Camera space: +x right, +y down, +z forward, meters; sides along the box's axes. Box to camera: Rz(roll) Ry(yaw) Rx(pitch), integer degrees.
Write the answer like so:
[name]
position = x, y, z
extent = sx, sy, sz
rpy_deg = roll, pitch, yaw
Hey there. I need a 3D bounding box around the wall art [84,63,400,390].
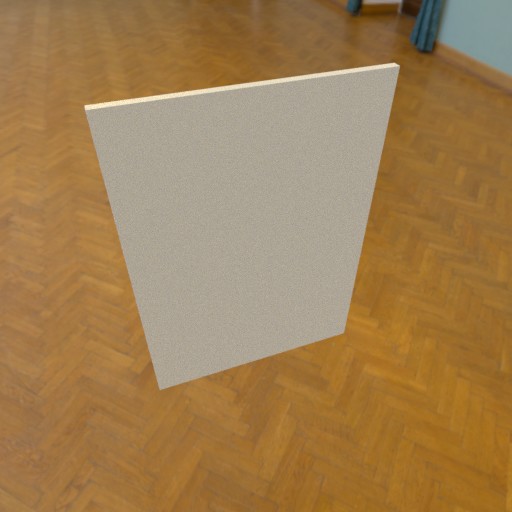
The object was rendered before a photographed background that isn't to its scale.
[wall art]
position = 0.000, 0.000, 0.689
extent = 0.381, 0.533, 0.013
rpy_deg = -14, 44, -15
